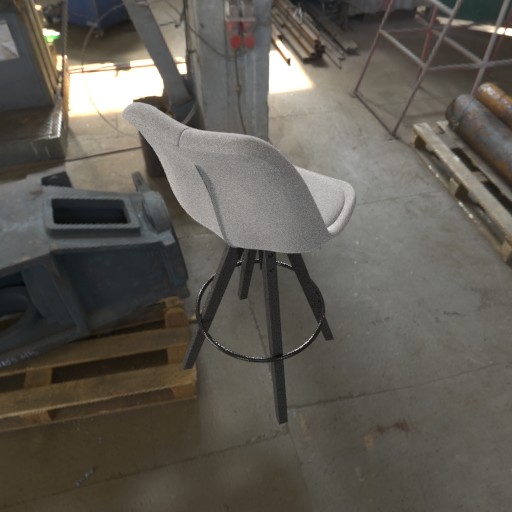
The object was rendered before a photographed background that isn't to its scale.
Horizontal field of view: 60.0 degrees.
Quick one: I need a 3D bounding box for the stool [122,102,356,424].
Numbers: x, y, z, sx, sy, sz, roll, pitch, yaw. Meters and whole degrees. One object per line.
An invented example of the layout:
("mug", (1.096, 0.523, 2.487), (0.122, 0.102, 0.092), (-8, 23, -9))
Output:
("stool", (0.000, 0.000, 1.347), (0.485, 1.115, 0.550), (23, 50, 21))
